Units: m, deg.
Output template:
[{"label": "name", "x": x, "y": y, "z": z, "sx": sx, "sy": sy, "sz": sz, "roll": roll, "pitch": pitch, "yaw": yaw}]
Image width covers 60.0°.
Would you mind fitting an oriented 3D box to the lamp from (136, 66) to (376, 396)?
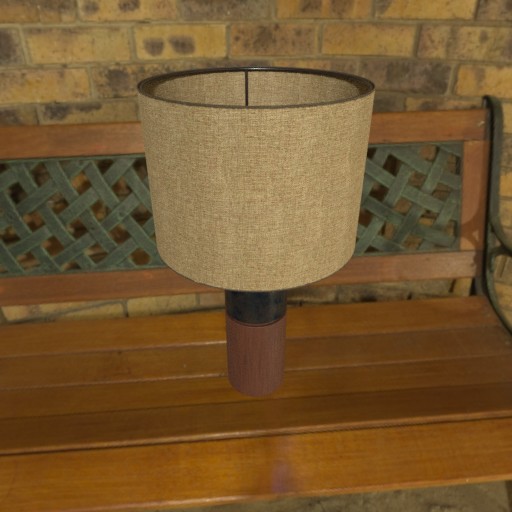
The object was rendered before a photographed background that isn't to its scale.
[{"label": "lamp", "x": 0.000, "y": 0.000, "z": 0.472, "sx": 0.202, "sy": 0.350, "sz": 0.202, "roll": 0, "pitch": 30, "yaw": 0}]
